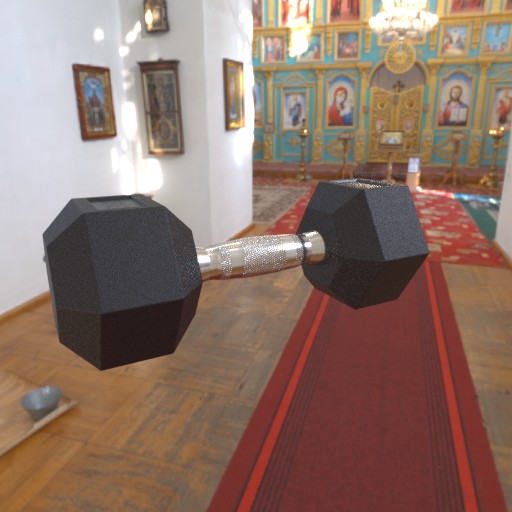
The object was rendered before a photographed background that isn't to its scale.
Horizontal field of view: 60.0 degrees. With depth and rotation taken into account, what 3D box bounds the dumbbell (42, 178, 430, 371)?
[{"bbox_3d":[0.000,0.000,0.420,0.356,0.123,0.141,-9,19,-27],"label":"dumbbell"}]
